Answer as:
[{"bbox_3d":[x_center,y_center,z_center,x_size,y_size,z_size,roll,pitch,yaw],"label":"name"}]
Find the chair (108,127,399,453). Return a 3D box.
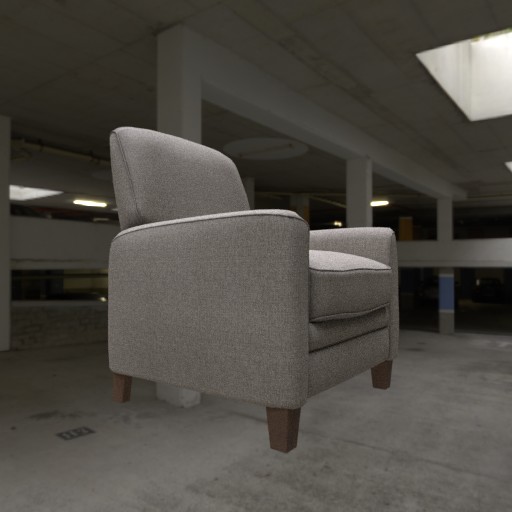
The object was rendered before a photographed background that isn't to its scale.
[{"bbox_3d":[0.000,0.000,1.646,0.864,1.014,0.848,-1,-1,36],"label":"chair"}]
